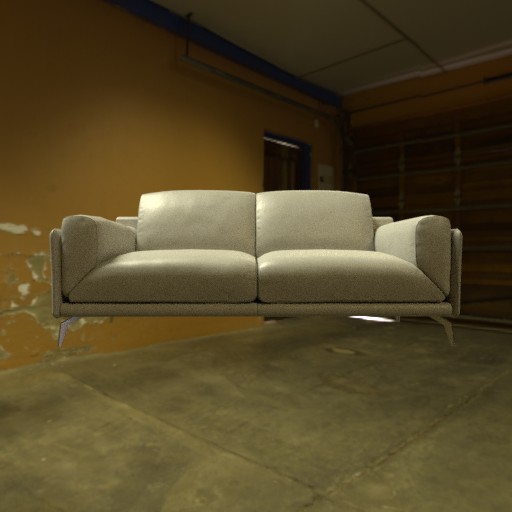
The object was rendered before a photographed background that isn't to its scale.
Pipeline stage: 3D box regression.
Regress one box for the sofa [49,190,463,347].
[{"bbox_3d":[0.000,0.000,2.736,2.101,0.930,1.049,0,0,-1],"label":"sofa"}]
